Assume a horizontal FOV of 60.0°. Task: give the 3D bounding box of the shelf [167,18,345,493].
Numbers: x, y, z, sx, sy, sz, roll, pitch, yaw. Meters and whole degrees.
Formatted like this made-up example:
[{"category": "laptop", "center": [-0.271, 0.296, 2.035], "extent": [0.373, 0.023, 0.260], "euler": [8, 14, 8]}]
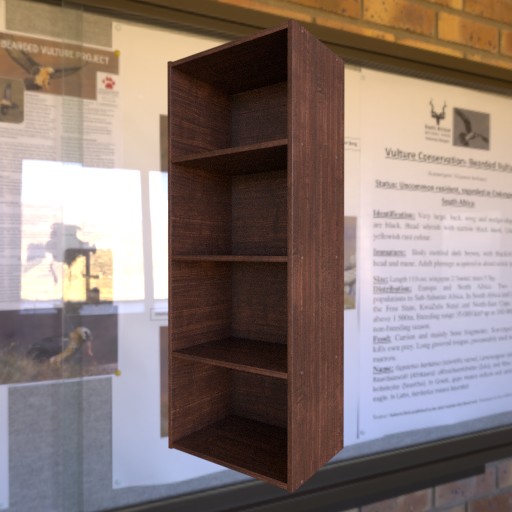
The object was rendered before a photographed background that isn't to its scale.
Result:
[{"category": "shelf", "center": [0.000, 0.000, 1.261], "extent": [0.415, 1.099, 0.290], "euler": [0, 1, 35]}]
